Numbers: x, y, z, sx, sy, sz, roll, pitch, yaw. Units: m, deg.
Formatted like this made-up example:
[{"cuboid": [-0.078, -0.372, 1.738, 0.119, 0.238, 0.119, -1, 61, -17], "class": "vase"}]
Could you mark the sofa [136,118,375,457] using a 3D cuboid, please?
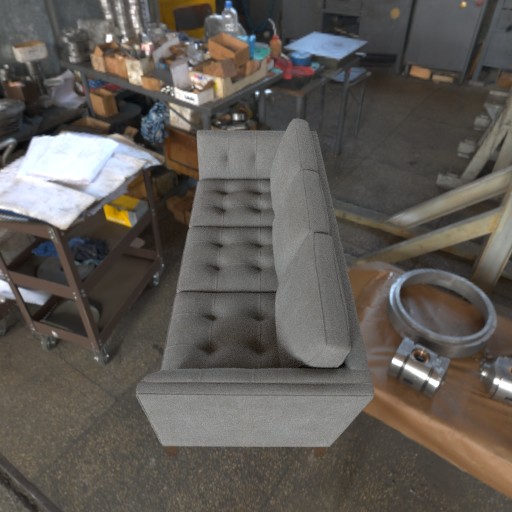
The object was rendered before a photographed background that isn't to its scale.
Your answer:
[{"cuboid": [0.000, 0.000, 2.860, 0.965, 0.940, 2.387, 0, 41, 0], "class": "sofa"}]
